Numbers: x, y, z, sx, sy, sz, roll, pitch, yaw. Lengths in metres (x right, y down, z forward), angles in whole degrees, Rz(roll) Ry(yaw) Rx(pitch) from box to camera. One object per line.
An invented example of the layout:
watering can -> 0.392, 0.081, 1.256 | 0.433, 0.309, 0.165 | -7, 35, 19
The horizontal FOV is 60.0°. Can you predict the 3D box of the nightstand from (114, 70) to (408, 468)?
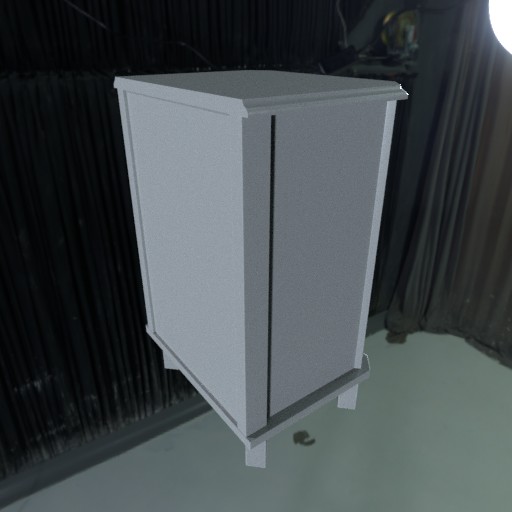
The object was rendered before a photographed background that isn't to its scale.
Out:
nightstand -> 0.000, 0.000, 0.917 | 0.348, 0.680, 0.435 | -18, 32, -32
